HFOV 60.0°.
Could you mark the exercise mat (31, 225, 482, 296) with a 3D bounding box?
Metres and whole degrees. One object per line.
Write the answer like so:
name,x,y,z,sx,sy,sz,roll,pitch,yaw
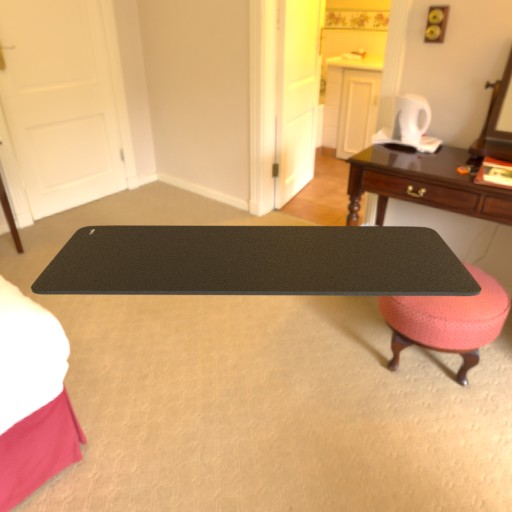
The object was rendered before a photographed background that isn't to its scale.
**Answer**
exercise mat,0.000,0.000,2.067,1.869,0.021,0.616,0,30,0
